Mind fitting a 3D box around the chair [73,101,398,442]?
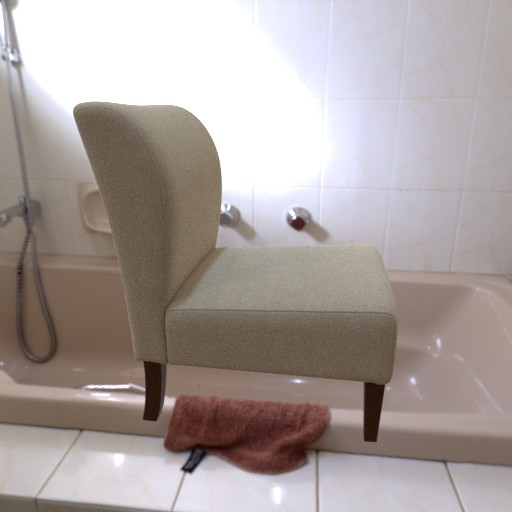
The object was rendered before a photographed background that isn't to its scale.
[{"bbox_3d":[0.000,0.000,1.272,0.754,0.833,0.521,3,18,9],"label":"chair"}]
